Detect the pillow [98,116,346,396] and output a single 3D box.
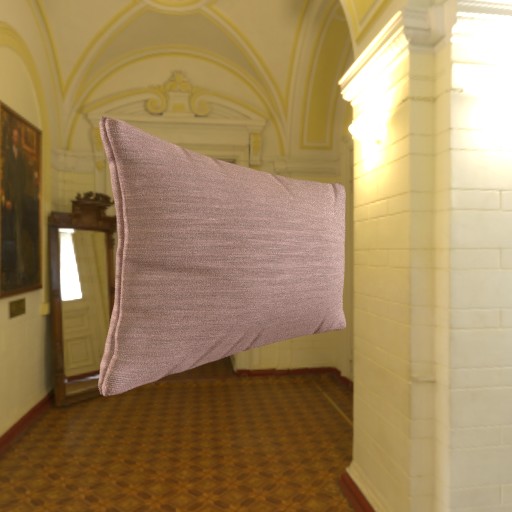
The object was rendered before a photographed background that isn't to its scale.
[{"bbox_3d":[0.000,0.000,0.783,0.210,0.338,0.633,0,0,37],"label":"pillow"}]
